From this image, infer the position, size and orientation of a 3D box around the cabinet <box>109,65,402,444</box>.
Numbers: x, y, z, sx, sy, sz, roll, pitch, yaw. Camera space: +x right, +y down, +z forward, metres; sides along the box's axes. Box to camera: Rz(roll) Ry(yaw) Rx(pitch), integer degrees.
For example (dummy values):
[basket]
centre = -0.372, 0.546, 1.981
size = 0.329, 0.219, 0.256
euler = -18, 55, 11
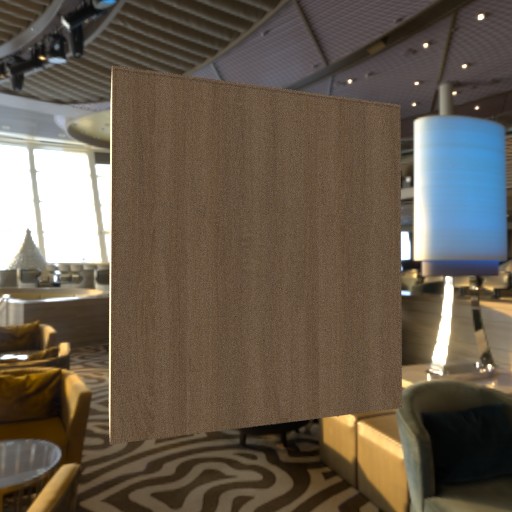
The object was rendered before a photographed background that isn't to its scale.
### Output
[cabinet]
centre = 0.000, 0.000, 2.997
size = 1.870, 2.060, 0.620
euler = 0, -1, -19
